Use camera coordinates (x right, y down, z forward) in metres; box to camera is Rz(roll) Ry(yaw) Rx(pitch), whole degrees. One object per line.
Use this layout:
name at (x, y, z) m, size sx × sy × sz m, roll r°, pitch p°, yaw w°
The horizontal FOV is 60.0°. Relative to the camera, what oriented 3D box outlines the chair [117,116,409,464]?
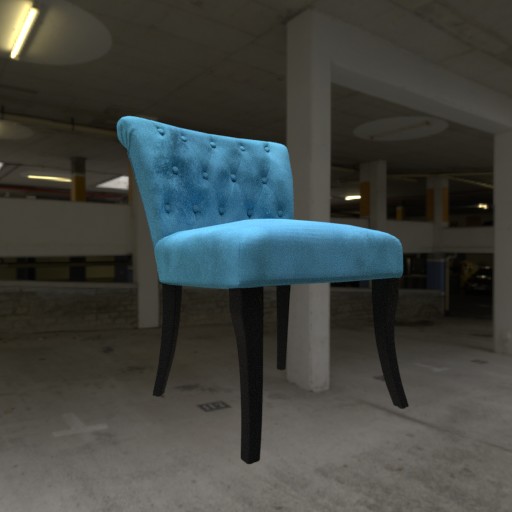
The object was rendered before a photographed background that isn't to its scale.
chair at (0.000, 0.000, 1.180) m, size 0.582 × 0.750 × 0.605 m, roll -1°, pitch 1°, yaw -37°
